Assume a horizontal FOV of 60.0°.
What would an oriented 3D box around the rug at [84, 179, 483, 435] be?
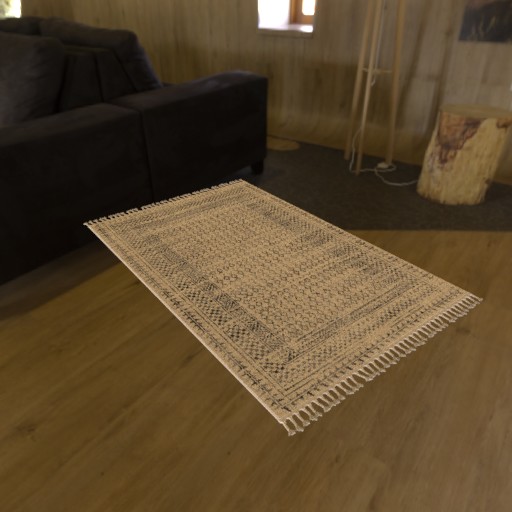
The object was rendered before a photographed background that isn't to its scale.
[{"bbox_3d":[0.000,0.000,3.072,1.548,0.013,2.486,-22,38,-32],"label":"rug"}]
